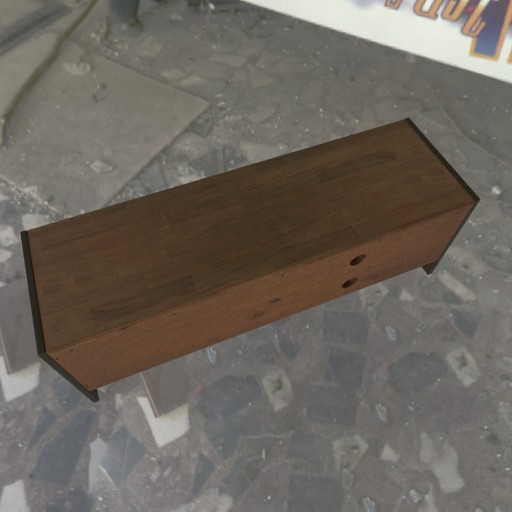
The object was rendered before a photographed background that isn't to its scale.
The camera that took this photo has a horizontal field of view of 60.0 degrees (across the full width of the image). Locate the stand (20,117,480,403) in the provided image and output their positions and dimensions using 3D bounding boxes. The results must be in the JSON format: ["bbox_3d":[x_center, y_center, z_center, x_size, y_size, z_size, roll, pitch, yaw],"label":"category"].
[{"bbox_3d":[0.000,0.000,1.694,1.480,0.506,0.454,-19,59,-12],"label":"stand"}]
